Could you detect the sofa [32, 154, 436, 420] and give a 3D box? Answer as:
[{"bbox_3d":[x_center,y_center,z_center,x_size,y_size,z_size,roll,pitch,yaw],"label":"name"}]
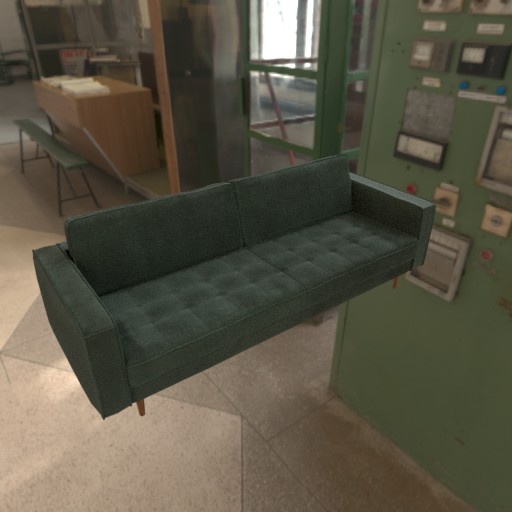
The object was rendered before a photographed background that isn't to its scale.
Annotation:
[{"bbox_3d":[0.000,0.000,2.573,2.214,0.781,0.886,-20,35,-31],"label":"sofa"}]
